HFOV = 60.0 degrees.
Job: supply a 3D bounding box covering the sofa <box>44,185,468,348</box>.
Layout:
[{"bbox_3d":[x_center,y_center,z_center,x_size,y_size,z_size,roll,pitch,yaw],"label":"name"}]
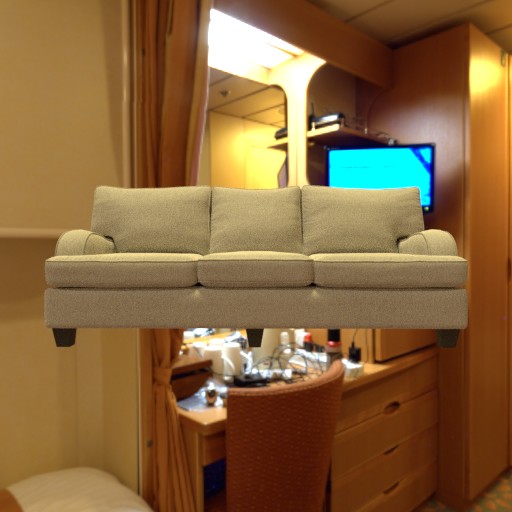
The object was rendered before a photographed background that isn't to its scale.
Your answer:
[{"bbox_3d":[0.000,0.000,2.865,2.323,0.991,1.016,0,1,1],"label":"sofa"}]
